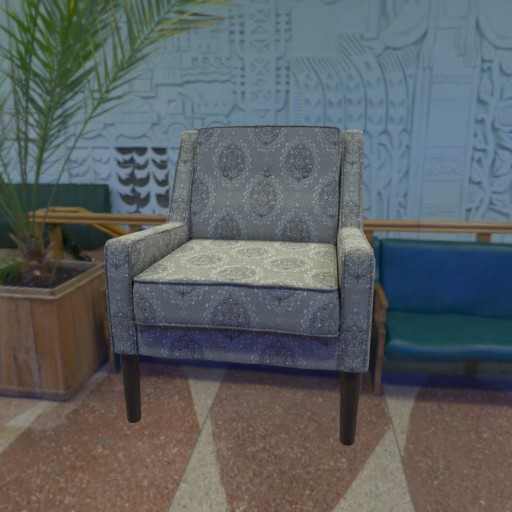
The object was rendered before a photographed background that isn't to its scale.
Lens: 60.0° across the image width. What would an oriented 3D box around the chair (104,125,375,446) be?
[{"bbox_3d":[0.000,0.000,1.371,0.665,0.797,0.750,2,14,9],"label":"chair"}]
